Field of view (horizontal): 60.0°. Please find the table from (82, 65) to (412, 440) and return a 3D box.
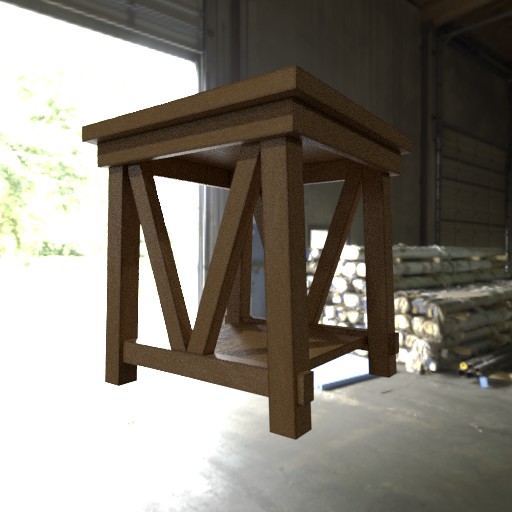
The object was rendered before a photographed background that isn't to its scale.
[{"bbox_3d":[0.000,0.000,1.155,0.612,0.638,0.610,1,1,36],"label":"table"}]
